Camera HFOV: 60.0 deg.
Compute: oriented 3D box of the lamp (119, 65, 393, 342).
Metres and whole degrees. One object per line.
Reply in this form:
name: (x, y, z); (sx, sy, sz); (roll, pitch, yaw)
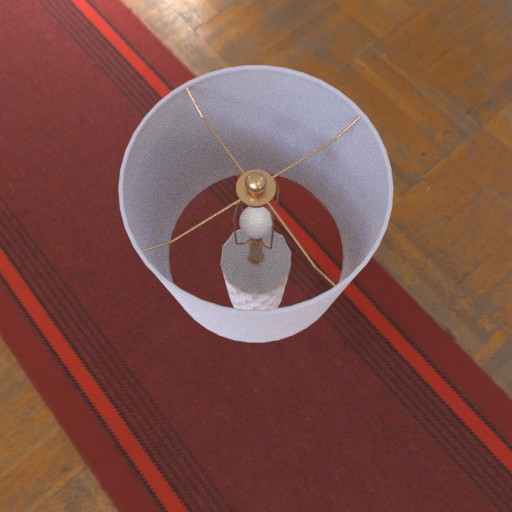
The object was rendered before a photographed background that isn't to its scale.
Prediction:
lamp: (0.000, 0.000, 0.704); (0.277, 0.537, 0.277); (4, 73, 1)
